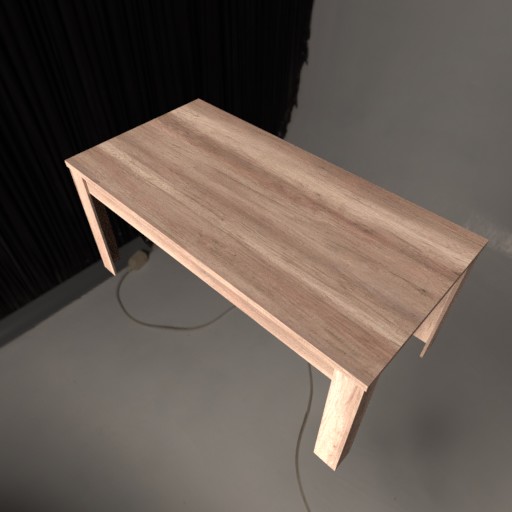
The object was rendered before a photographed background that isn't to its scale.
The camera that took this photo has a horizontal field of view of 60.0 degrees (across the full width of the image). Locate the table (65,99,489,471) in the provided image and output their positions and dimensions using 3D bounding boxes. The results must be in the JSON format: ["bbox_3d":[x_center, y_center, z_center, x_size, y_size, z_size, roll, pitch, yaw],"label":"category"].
[{"bbox_3d":[0.000,0.000,2.316,1.800,0.790,0.900,34,55,28],"label":"table"}]
